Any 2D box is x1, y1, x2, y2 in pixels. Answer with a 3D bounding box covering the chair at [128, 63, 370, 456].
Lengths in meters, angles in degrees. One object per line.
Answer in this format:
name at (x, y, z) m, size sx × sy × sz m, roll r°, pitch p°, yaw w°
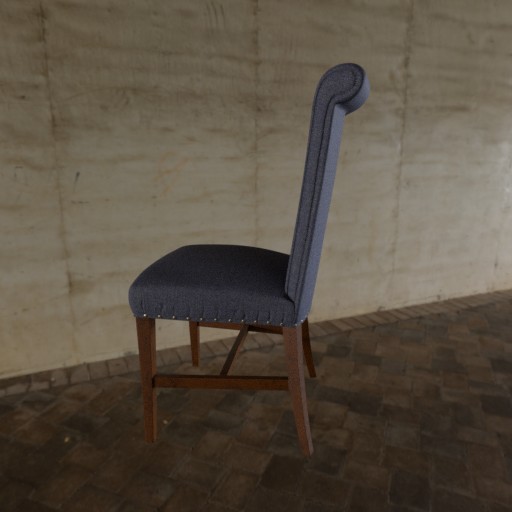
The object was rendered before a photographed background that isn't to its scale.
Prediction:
chair at (0.000, 0.000, 1.334) m, size 0.608 × 0.988 × 0.513 m, roll 2°, pitch 14°, yaw 8°
